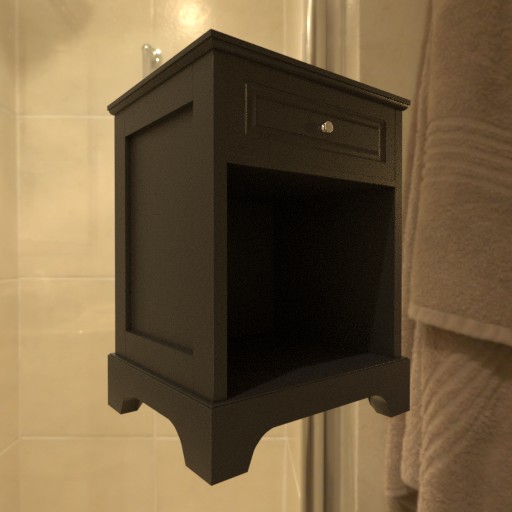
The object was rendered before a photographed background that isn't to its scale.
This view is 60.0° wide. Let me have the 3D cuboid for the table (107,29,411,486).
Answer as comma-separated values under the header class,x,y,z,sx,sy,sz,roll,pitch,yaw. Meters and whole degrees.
class,x,y,z,sx,sy,sz,roll,pitch,yaw
table,0.000,0.000,0.888,0.460,0.610,0.399,0,1,-38
